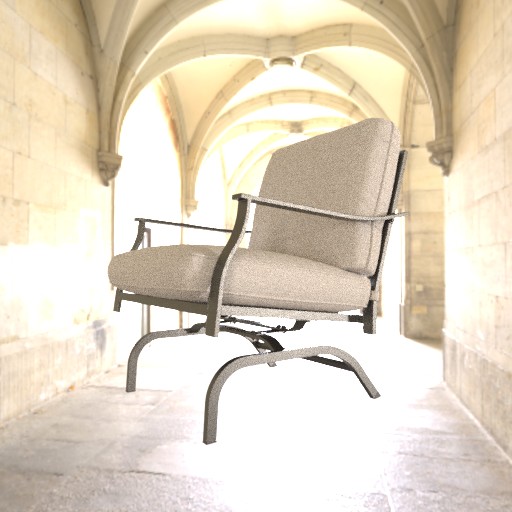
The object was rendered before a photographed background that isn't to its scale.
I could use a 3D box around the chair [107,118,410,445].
[{"bbox_3d":[0.000,0.000,1.398,0.787,0.860,0.650,1,-1,-36],"label":"chair"}]
